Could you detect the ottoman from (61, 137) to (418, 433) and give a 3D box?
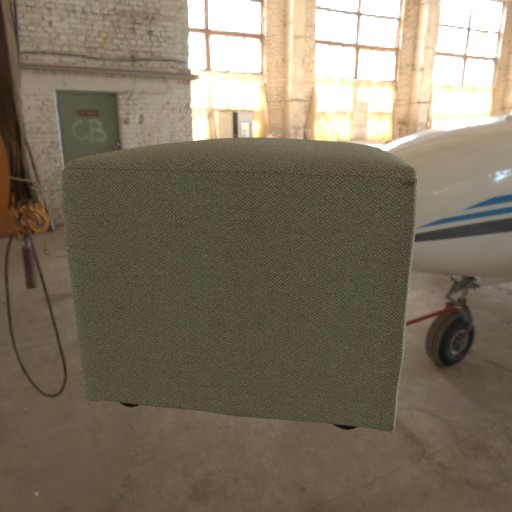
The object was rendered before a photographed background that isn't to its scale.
[{"bbox_3d":[0.000,0.000,0.885,0.512,0.453,0.521,3,17,9],"label":"ottoman"}]
